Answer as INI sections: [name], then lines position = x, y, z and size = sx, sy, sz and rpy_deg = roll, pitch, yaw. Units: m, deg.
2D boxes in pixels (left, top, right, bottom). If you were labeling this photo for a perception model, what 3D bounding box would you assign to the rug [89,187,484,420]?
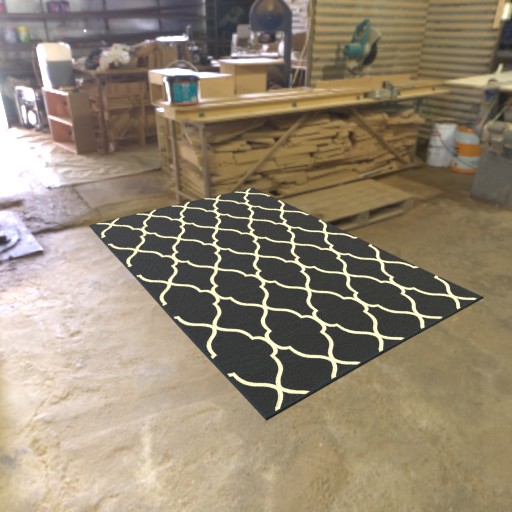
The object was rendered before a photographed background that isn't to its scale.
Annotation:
[rug]
position = 0.000, 0.000, 2.933
size = 1.528, 0.014, 2.294
rpy_deg = -18, 33, -31
